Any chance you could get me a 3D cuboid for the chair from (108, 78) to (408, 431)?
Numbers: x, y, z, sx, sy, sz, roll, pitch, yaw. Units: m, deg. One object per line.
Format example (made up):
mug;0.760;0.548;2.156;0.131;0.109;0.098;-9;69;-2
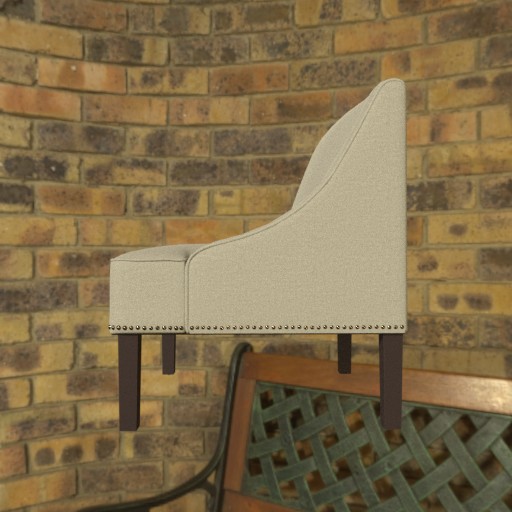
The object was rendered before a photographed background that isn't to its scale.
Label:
chair;0.000;0.000;1.365;0.737;0.864;0.610;0;-1;-1
